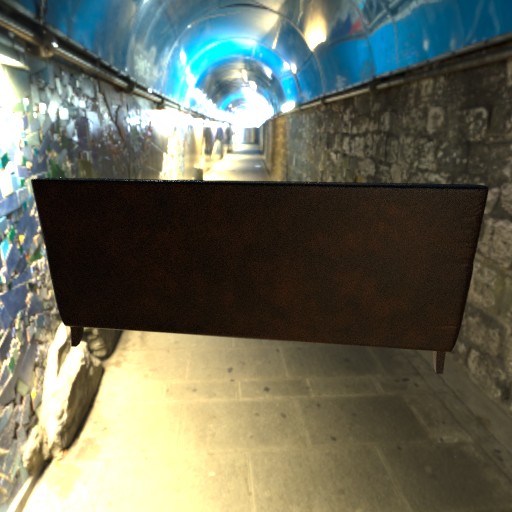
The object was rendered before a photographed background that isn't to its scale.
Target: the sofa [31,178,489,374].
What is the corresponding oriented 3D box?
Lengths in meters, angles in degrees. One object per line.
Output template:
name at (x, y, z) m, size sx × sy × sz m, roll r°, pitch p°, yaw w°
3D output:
sofa at (0.000, 0.000, 2.382) m, size 1.995 × 0.871 × 0.786 m, roll 2°, pitch 16°, yaw 8°
